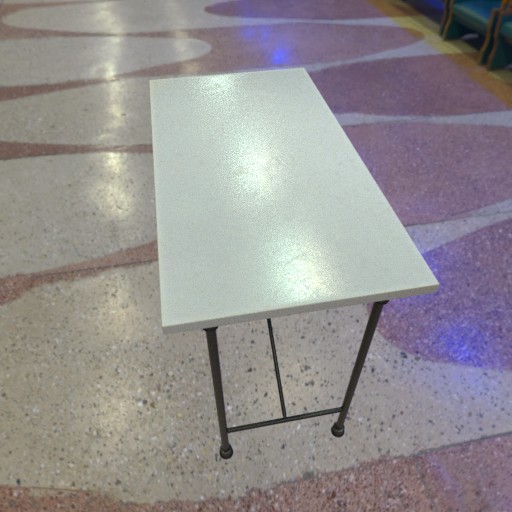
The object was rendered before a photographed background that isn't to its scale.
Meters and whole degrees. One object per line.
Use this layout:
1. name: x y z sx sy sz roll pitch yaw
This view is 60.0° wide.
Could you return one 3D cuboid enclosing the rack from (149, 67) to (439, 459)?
1. rack: 0.000 0.000 1.657 0.613 0.880 1.159 -8 46 -7
